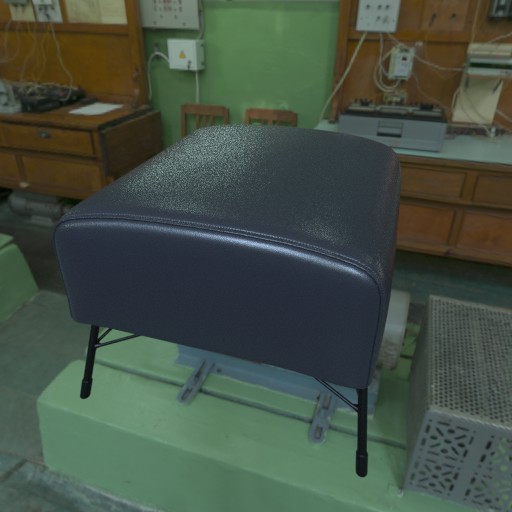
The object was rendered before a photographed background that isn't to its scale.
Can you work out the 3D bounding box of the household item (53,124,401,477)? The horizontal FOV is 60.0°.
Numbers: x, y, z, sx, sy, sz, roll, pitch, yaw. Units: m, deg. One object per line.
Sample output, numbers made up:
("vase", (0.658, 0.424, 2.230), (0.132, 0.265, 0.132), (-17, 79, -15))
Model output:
("household item", (0.000, 0.000, 0.869), (0.530, 0.410, 0.530), (9, 32, 15))
